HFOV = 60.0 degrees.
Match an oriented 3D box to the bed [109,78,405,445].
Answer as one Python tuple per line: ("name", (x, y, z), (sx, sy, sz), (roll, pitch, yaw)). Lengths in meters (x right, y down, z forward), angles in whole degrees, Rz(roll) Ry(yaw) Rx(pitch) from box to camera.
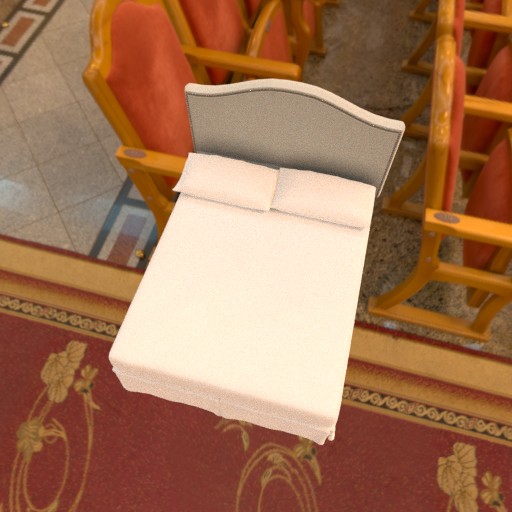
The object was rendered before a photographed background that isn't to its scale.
("bed", (0.000, 0.000, 3.434), (1.813, 1.607, 2.180), (13, 60, 8))
